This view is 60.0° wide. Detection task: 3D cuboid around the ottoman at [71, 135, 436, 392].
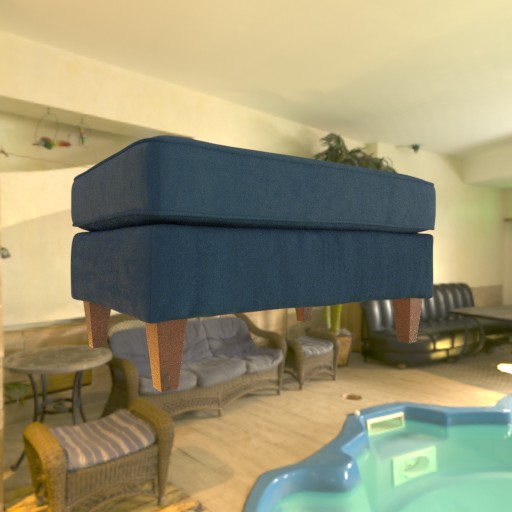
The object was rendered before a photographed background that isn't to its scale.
[{"bbox_3d":[0.000,0.000,1.218,0.862,0.484,0.583,0,1,-35],"label":"ottoman"}]
